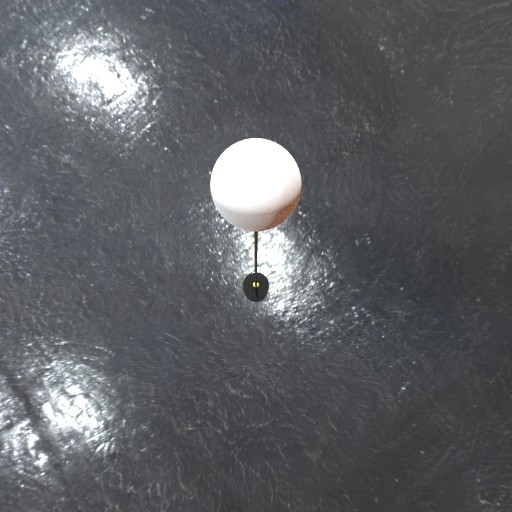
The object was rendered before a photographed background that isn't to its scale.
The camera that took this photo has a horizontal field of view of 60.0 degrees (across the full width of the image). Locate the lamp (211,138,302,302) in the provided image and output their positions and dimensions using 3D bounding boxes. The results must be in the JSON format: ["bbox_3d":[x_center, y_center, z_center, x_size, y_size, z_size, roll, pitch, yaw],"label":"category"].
[{"bbox_3d":[0.000,0.000,1.850,0.229,1.748,0.229,-34,79,-8],"label":"lamp"}]
